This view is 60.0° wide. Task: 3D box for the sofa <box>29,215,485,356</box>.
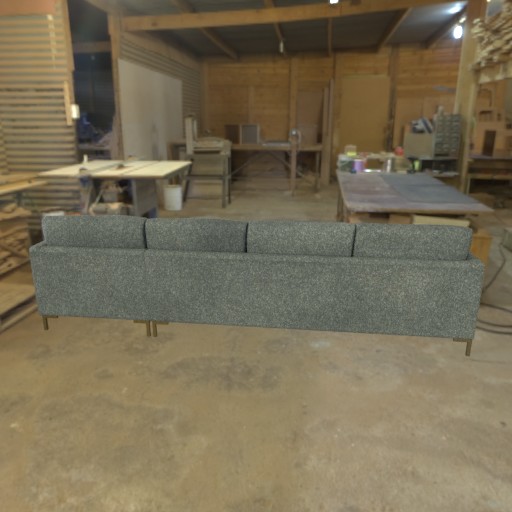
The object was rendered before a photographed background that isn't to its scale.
[{"bbox_3d":[0.000,0.000,3.444,2.932,0.810,1.350,2,17,7],"label":"sofa"}]
